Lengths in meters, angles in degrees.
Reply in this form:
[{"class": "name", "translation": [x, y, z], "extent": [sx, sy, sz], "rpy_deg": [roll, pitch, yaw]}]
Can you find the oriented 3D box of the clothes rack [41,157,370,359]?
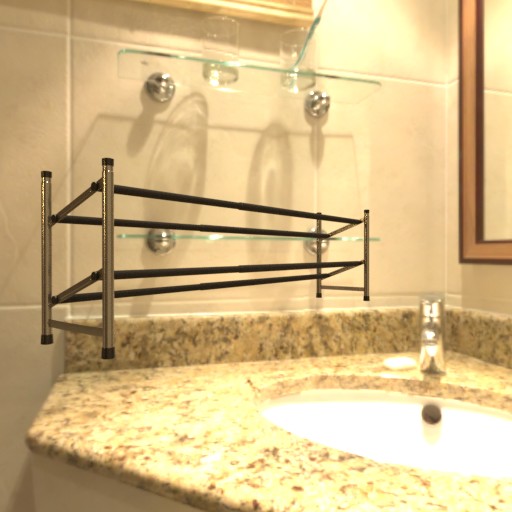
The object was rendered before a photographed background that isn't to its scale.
[{"class": "clothes rack", "translation": [0.000, 0.000, 1.295], "extent": [0.229, 0.349, 1.168], "rpy_deg": [0, 1, 36]}]
